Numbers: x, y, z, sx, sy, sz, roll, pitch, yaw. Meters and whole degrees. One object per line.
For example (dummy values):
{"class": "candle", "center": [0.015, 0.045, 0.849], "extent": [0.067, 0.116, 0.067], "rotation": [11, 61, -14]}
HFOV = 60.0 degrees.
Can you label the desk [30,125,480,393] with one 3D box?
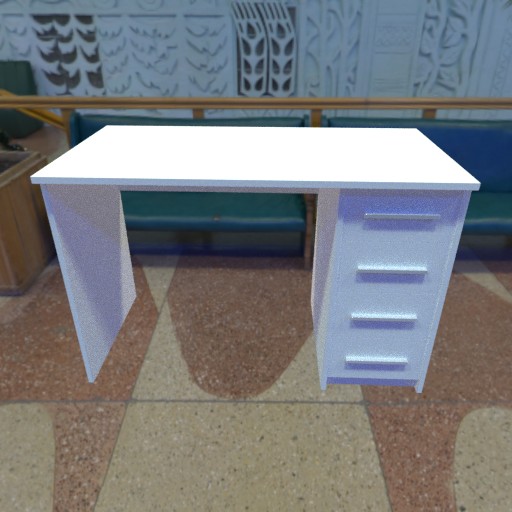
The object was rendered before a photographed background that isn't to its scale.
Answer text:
{"class": "desk", "center": [0.000, 0.000, 1.495], "extent": [1.096, 0.730, 0.560], "rotation": [1, 29, 2]}
